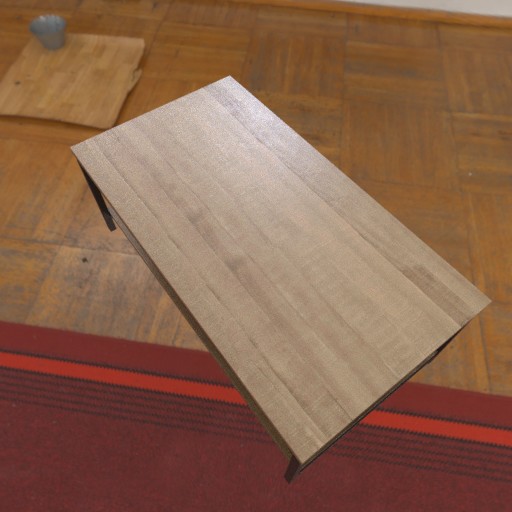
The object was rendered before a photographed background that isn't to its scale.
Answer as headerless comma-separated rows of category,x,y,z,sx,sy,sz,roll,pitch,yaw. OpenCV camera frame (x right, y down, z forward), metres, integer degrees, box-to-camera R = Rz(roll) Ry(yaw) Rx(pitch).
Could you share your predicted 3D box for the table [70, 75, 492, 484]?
table,0.000,0.000,1.330,0.574,0.393,1.062,-32,62,-19
